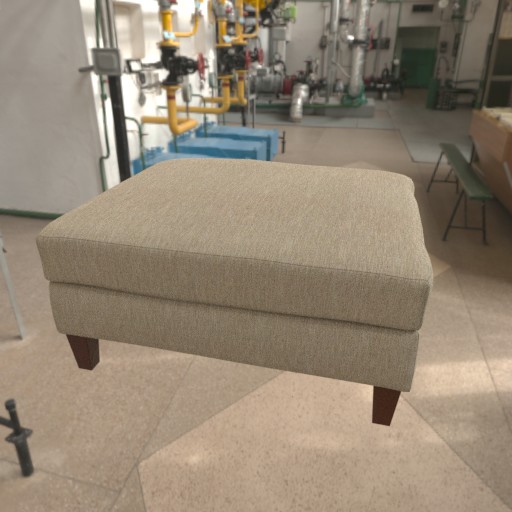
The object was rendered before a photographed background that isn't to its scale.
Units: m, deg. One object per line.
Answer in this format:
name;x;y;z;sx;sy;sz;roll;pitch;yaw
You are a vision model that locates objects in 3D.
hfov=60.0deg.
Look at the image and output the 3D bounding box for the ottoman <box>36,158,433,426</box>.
ottoman;0.000;0.000;1.448;0.976;0.492;0.836;6;27;13
